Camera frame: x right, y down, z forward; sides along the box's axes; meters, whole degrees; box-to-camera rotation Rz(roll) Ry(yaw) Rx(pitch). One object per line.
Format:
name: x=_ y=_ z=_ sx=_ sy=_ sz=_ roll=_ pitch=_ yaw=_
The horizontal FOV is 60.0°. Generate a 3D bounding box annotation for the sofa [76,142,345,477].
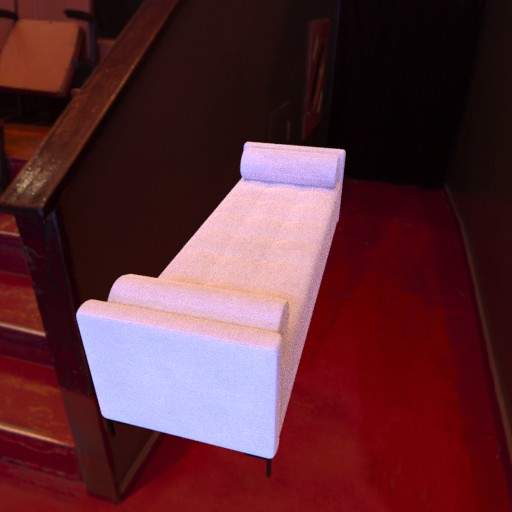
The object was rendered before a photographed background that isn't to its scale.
sofa: x=0.000 y=0.000 z=2.331 sx=0.686 sy=0.635 sz=1.981 roll=8 pitch=32 yaw=13
